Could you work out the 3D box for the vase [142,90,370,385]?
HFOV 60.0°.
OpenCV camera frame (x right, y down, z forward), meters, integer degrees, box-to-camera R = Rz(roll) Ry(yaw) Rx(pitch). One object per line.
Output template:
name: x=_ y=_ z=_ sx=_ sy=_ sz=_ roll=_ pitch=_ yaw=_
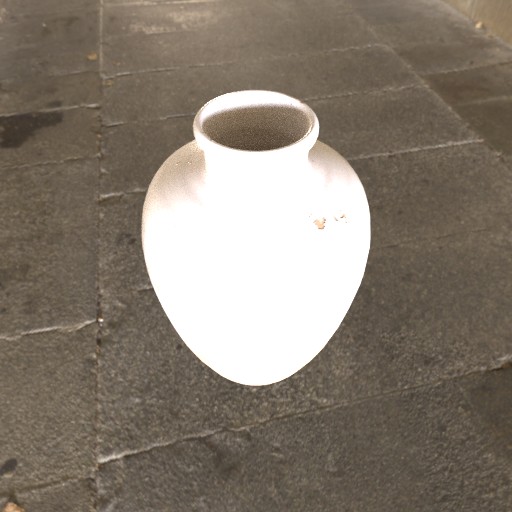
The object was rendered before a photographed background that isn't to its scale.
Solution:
vase: x=0.000 y=0.000 z=0.333 sx=0.158 sy=0.228 sz=0.158 roll=0 pitch=47 yaw=0
